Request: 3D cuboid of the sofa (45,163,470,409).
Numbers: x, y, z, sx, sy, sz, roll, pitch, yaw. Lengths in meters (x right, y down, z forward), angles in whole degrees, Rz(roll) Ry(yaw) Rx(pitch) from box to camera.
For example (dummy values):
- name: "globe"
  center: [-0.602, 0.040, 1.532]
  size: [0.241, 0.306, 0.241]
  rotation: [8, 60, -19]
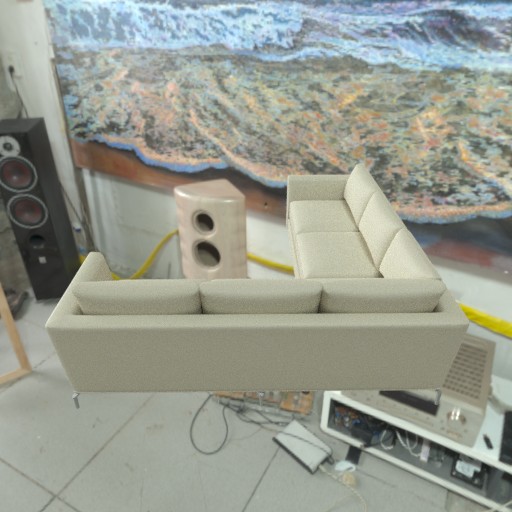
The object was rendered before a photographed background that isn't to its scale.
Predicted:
- name: "sofa"
  center: [0.000, 0.000, 3.679]
  size: [2.448, 0.867, 2.430]
  rotation: [0, 31, -1]
